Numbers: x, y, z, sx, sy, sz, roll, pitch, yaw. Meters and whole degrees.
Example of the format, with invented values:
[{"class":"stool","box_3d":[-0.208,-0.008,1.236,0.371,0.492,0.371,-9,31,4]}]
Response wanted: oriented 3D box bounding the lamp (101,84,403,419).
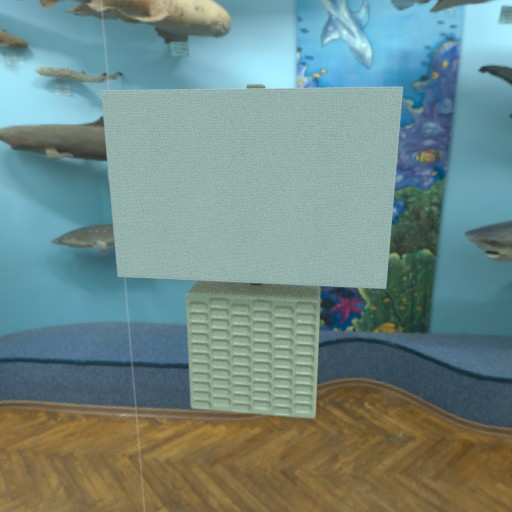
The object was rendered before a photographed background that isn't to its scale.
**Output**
[{"class":"lamp","box_3d":[0.000,0.000,0.712,0.380,0.515,0.200,2,16,7]}]
